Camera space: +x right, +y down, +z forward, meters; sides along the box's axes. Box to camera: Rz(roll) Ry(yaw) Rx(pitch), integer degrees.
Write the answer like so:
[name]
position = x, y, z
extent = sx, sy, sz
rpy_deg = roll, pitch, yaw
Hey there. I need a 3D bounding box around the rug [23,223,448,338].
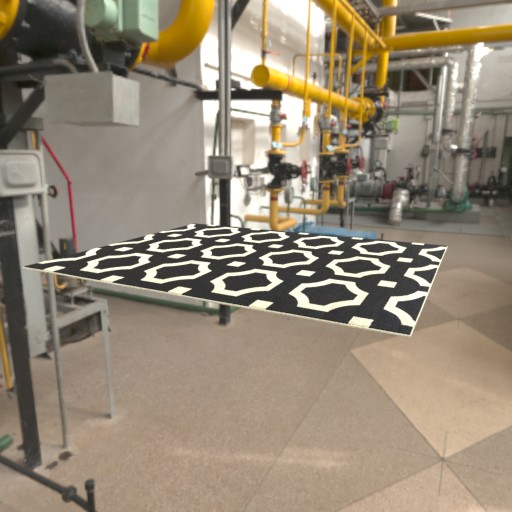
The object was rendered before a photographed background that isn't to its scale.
[rug]
position = 0.000, 0.000, 4.036
extent = 3.049, 0.021, 2.466
rpy_deg = 7, 15, 26
